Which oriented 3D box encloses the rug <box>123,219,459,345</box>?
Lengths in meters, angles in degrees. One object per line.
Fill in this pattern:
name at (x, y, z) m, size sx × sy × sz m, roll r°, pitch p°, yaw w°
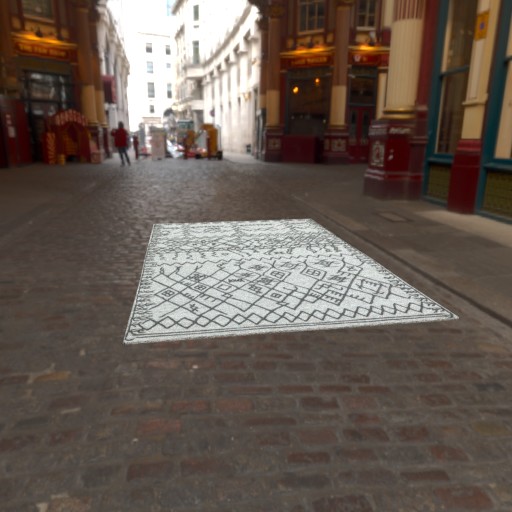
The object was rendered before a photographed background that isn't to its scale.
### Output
rug at (0.000, 0.000, 4.871) m, size 2.393 × 0.019 × 3.824 m, roll -3°, pitch 16°, yaw -9°
